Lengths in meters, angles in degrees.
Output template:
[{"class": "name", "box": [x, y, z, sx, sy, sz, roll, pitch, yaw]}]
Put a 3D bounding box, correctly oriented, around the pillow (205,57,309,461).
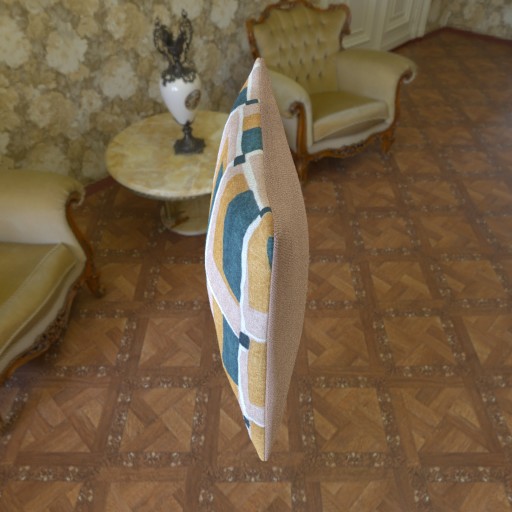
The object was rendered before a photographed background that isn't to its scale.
[{"class": "pillow", "box": [0.000, 0.000, 0.731, 0.158, 0.479, 0.478, -1, 42, -1]}]
